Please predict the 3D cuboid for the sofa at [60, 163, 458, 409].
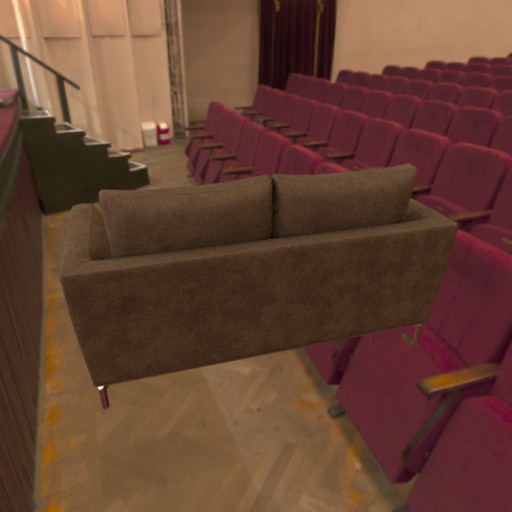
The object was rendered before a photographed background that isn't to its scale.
[{"bbox_3d":[0.000,0.000,2.381,1.832,1.013,0.855,-8,27,-15],"label":"sofa"}]
